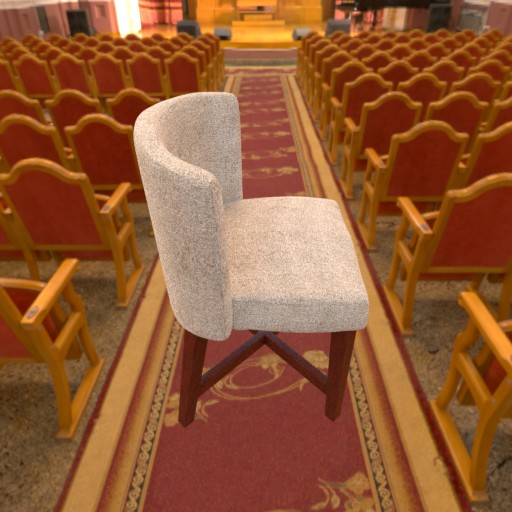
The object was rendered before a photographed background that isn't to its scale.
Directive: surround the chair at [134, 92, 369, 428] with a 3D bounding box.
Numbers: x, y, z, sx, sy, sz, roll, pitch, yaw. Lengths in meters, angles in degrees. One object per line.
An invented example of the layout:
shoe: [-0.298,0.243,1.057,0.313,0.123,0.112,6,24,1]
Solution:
chair: [0.000,0.000,1.298,0.575,0.827,0.728,1,32,1]
